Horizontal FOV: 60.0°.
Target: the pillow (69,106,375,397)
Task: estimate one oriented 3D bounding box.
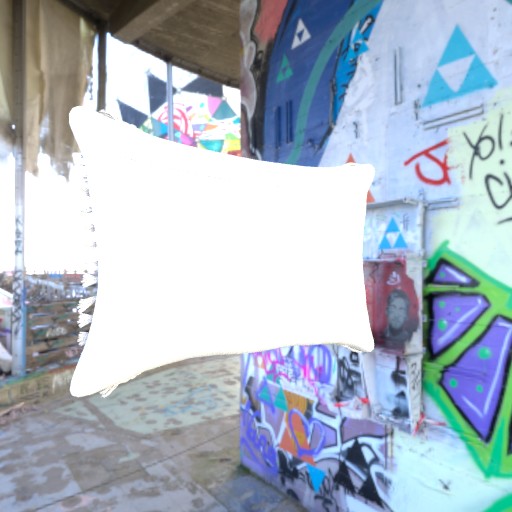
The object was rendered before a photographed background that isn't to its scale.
[{"bbox_3d":[0.000,0.000,0.582,0.466,0.305,0.084,1,-1,-35],"label":"pillow"}]
